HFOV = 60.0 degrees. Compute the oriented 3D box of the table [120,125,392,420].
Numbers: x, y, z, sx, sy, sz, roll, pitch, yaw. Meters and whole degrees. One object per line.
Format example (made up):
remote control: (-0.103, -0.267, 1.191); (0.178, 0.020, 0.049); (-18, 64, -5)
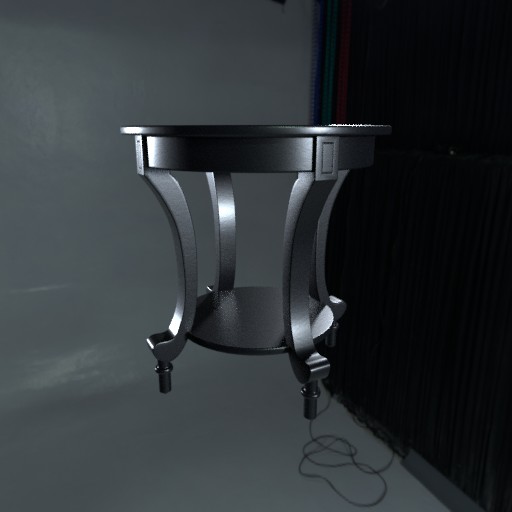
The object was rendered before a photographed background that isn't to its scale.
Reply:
table: (0.000, 0.000, 1.100); (0.597, 0.618, 0.597); (0, 16, 0)
